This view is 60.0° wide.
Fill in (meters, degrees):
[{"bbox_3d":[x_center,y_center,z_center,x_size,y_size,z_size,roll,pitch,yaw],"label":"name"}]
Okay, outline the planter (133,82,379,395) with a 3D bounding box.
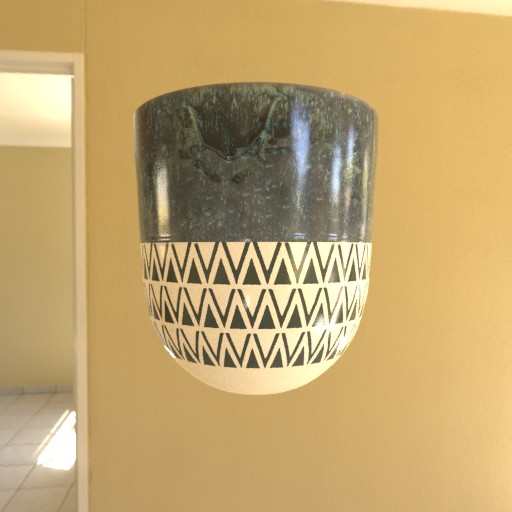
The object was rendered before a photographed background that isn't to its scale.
[{"bbox_3d":[0.000,0.000,0.366,0.195,0.214,0.195,0,1,0],"label":"planter"}]
